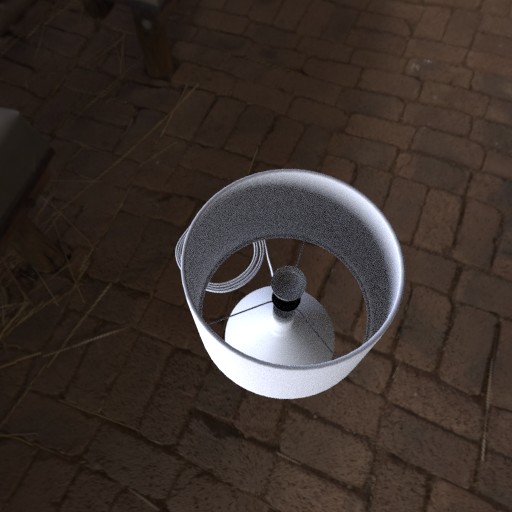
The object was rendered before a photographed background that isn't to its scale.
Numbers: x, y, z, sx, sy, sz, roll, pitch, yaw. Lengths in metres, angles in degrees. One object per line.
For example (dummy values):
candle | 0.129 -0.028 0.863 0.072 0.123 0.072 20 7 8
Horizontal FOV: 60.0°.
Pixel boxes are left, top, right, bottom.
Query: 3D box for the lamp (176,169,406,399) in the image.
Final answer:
lamp | 0.000 0.000 0.861 0.401 0.457 0.546 -1 63 0
